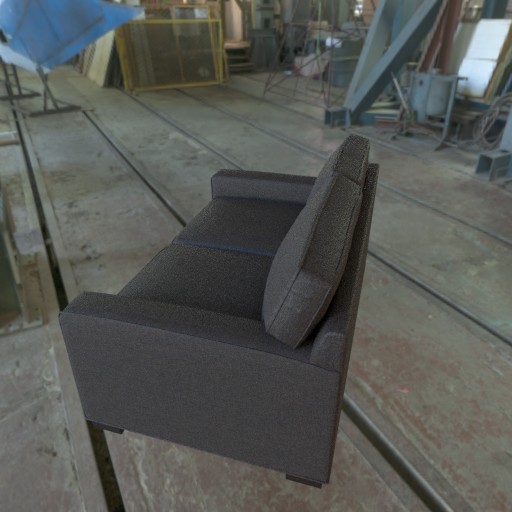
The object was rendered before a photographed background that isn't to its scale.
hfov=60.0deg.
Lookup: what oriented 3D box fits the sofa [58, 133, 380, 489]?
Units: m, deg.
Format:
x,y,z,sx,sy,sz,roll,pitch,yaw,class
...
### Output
x,y,z,sx,sy,sz,roll,pitch,yaw,class
0.000,0.000,2.061,0.974,0.887,1.534,9,31,14,sofa
